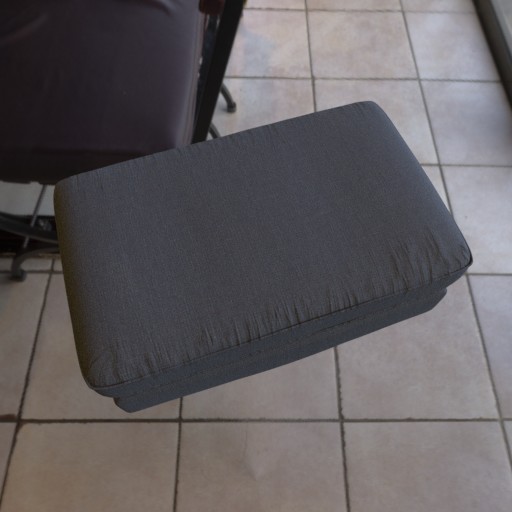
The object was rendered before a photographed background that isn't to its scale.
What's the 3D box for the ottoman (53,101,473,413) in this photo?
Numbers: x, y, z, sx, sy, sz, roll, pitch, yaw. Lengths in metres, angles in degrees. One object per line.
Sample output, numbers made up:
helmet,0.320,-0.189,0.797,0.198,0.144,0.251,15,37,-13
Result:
ottoman,0.000,0.000,1.180,0.885,0.438,0.570,-17,64,-8
